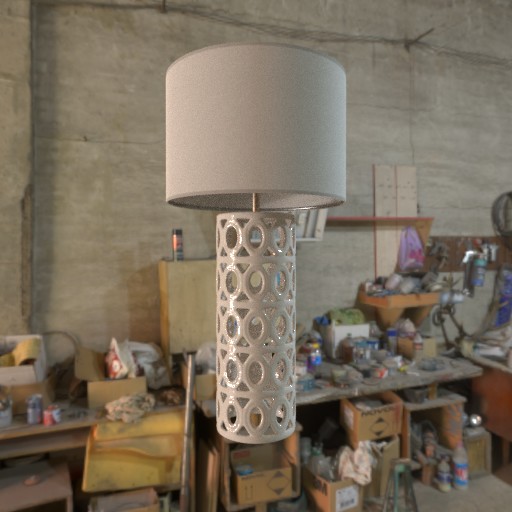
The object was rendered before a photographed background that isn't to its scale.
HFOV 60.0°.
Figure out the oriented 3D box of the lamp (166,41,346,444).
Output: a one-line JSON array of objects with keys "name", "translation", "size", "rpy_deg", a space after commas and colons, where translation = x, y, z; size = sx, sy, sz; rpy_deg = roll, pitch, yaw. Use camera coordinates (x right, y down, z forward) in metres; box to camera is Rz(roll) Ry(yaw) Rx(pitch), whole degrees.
[{"name": "lamp", "translation": [0.000, 0.000, 0.819], "size": [0.324, 0.636, 0.325], "rpy_deg": [0, 1, 35]}]
